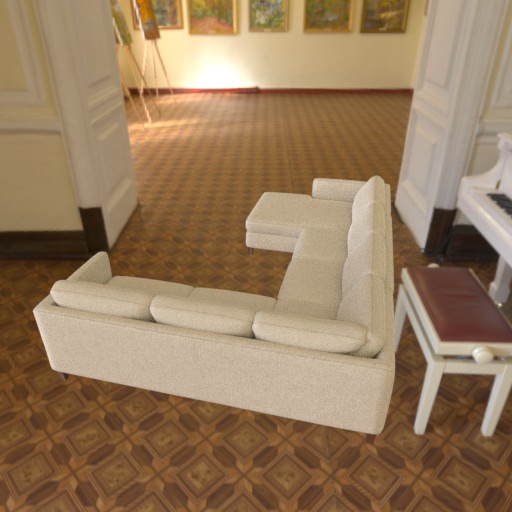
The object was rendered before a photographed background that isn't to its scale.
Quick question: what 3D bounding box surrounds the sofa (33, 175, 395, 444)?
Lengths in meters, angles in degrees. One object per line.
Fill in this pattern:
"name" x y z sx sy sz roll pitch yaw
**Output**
"sofa" 0.000 0.000 4.375 2.551 0.853 3.238 7 31 12
